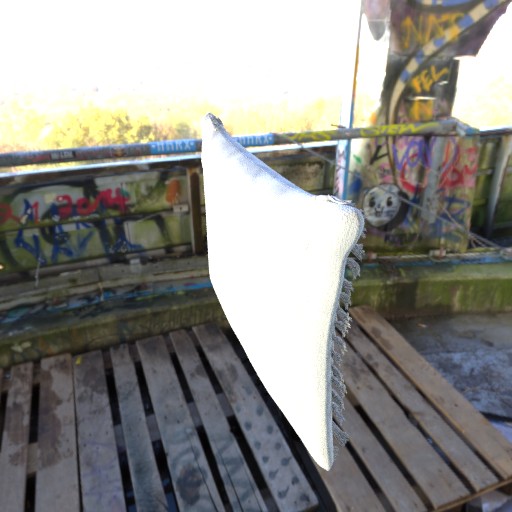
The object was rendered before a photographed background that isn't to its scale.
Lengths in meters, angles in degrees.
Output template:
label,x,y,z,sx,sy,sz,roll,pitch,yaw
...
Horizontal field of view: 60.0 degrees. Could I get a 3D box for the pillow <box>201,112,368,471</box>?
label,x,y,z,sx,sy,sz,roll,pitch,yaw
pillow,0.000,0.000,0.599,0.084,0.305,0.466,-10,29,-18
